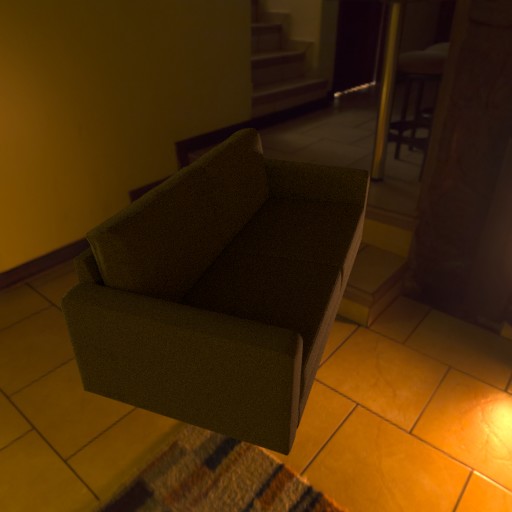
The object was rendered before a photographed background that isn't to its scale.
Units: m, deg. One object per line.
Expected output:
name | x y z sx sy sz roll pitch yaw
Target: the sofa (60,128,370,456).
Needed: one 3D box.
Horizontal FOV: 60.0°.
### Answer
sofa | 0.000 0.000 2.254 0.889 0.897 1.730 11 32 17
